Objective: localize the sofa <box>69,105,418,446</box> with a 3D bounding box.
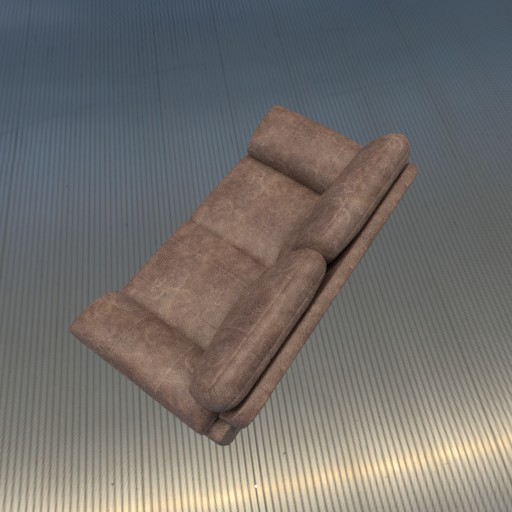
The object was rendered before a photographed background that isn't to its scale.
[{"bbox_3d":[0.000,0.000,2.374,0.991,0.991,1.753,32,67,15],"label":"sofa"}]
